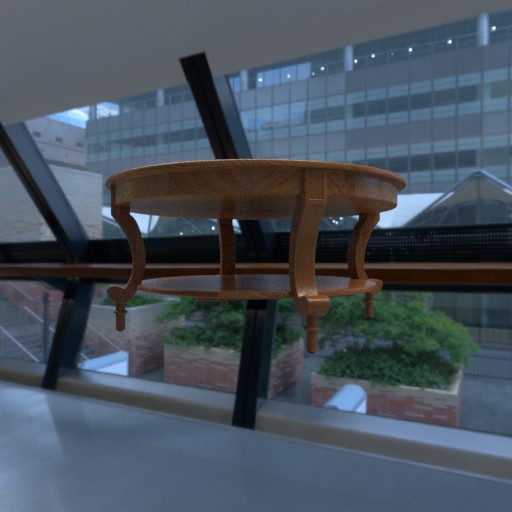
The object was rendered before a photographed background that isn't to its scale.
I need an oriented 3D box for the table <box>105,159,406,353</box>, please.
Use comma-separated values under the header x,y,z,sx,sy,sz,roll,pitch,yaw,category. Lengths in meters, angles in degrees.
x,y,z,sx,sy,sz,roll,pitch,yaw,category
0.000,0.000,1.596,1.029,0.490,1.029,0,1,0,table
